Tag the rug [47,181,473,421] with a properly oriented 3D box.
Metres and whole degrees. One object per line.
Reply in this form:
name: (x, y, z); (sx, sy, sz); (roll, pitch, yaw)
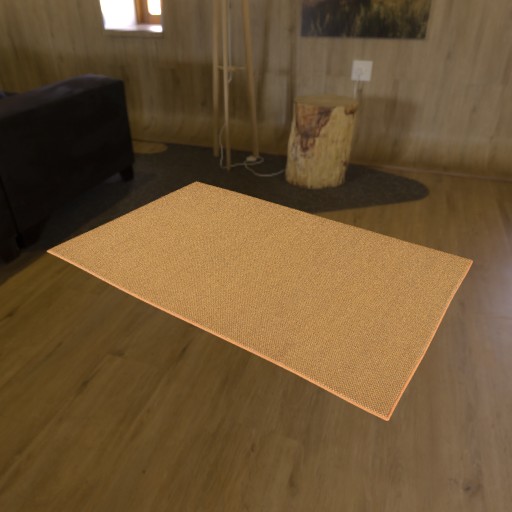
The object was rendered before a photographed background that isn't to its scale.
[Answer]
rug: (0.000, 0.000, 2.060); (1.678, 0.013, 1.078); (20, 37, 29)
